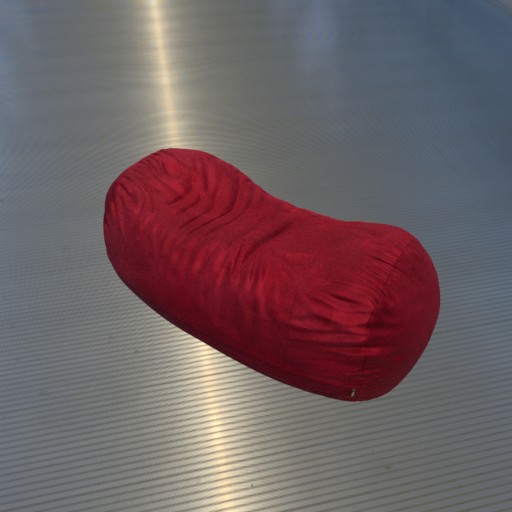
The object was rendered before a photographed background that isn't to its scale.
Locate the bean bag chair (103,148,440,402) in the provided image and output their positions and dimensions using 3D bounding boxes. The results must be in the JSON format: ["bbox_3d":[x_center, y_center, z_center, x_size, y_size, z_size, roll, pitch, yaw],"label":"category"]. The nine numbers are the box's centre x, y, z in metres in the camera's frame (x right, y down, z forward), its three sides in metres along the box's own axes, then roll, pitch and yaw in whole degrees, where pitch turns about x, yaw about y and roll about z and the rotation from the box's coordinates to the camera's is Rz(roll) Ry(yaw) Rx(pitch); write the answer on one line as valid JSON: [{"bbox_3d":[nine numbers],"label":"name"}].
[{"bbox_3d":[0.000,0.000,2.866,2.293,0.867,1.216,25,51,22],"label":"bean bag chair"}]
